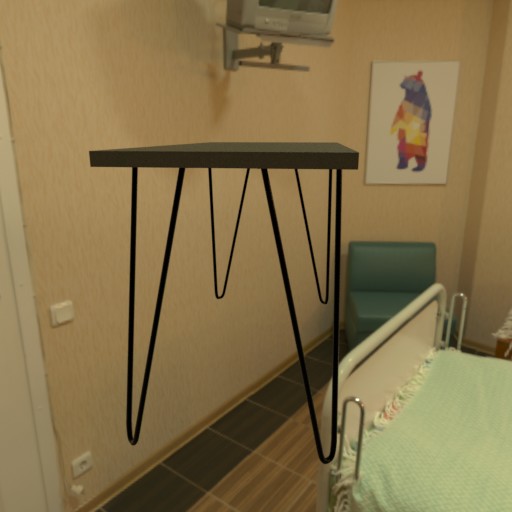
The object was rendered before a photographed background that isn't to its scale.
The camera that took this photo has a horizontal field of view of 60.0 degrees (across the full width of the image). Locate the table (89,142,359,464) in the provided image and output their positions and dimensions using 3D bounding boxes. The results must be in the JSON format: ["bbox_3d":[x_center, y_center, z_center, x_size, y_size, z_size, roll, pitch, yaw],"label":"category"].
[{"bbox_3d":[0.000,0.000,1.362,0.499,0.660,0.991,2,15,8],"label":"table"}]
